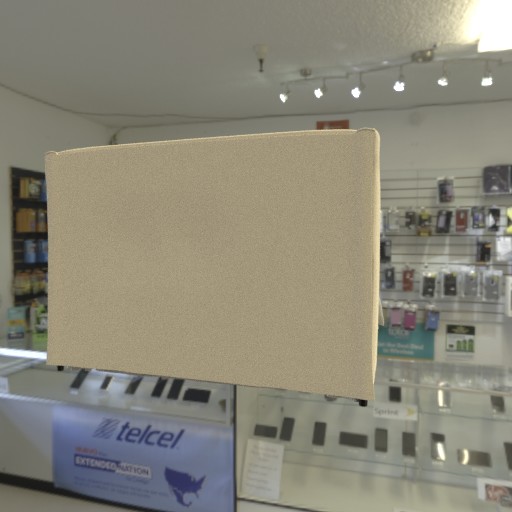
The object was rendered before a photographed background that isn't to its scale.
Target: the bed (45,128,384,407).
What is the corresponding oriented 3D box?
[{"bbox_3d":[0.000,0.000,3.410,1.925,1.332,2.276,1,3,18],"label":"bed"}]
